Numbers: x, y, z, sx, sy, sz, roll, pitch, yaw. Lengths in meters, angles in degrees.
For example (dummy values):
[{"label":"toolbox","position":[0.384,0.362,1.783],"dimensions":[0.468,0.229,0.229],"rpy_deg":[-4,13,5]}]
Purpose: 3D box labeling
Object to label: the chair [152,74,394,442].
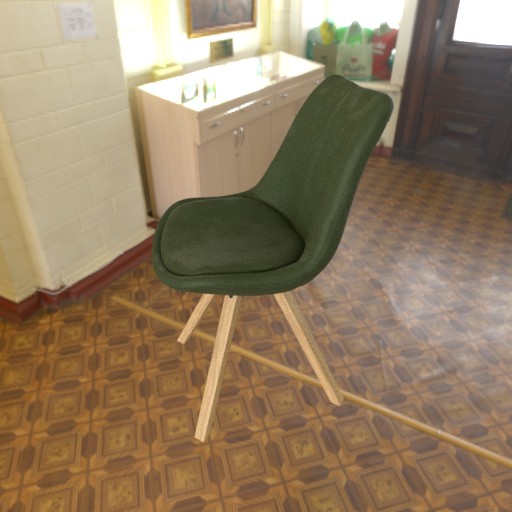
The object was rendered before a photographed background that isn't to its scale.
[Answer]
[{"label":"chair","position":[0.000,0.000,1.206],"dimensions":[0.547,0.865,0.483],"rpy_deg":[-8,33,-13]}]
